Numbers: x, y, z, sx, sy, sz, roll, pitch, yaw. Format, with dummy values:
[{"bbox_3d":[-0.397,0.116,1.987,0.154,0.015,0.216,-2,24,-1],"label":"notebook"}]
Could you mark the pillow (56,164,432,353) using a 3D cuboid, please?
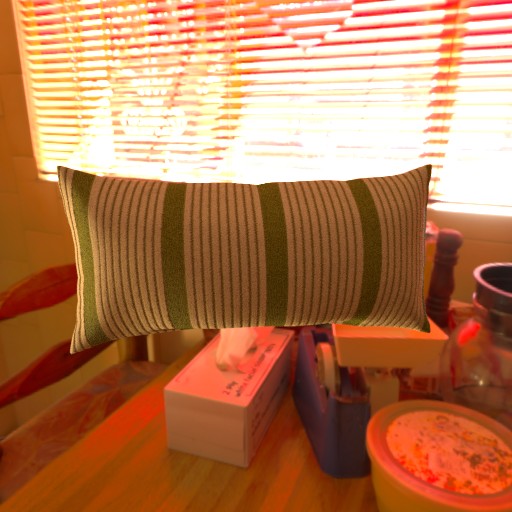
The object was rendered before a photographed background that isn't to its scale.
[{"bbox_3d":[0.000,0.000,0.724,0.608,0.292,0.156,-2,17,-6],"label":"pillow"}]
